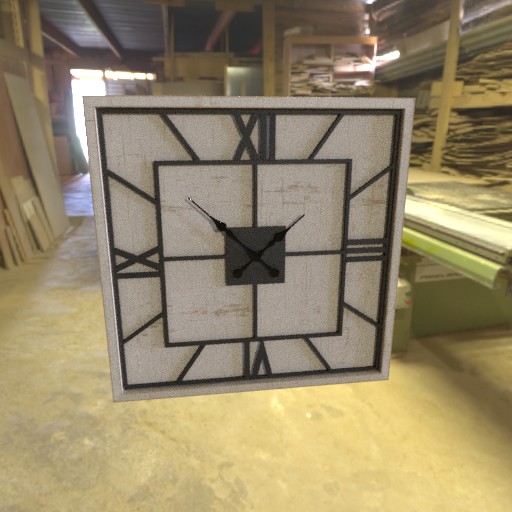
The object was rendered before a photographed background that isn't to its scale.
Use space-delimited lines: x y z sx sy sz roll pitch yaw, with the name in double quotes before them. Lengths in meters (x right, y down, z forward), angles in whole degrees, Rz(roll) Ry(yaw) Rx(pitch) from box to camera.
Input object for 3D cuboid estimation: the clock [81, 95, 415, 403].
"clock" 0.000 0.000 1.041 0.705 0.705 0.032 -2 17 -8
